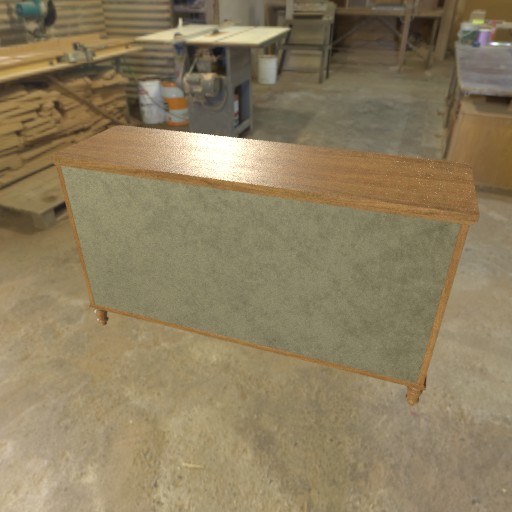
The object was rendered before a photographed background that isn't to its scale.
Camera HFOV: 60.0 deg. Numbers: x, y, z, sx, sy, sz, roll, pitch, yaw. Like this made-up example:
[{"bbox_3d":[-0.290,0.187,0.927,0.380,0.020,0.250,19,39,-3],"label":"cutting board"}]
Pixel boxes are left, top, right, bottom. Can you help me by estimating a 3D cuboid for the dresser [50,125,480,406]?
[{"bbox_3d":[0.000,0.000,1.971,1.583,0.892,0.468,11,34,16],"label":"dresser"}]
